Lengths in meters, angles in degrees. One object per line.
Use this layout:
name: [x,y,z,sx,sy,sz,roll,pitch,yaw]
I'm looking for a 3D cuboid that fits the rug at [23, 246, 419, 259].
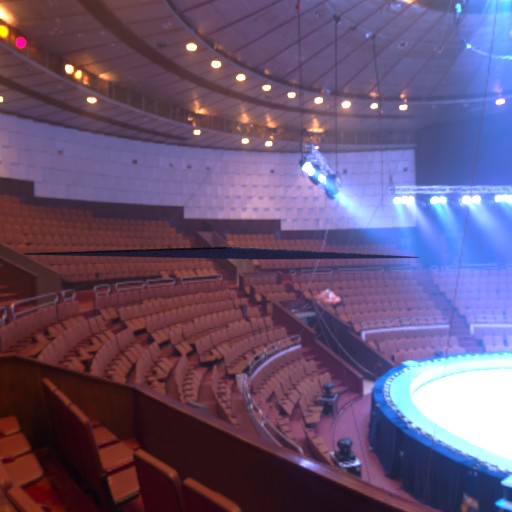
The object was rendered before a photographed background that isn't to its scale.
rug: [0.000,0.000,2.231,1.102,0.008,1.795,-1,-2,36]
